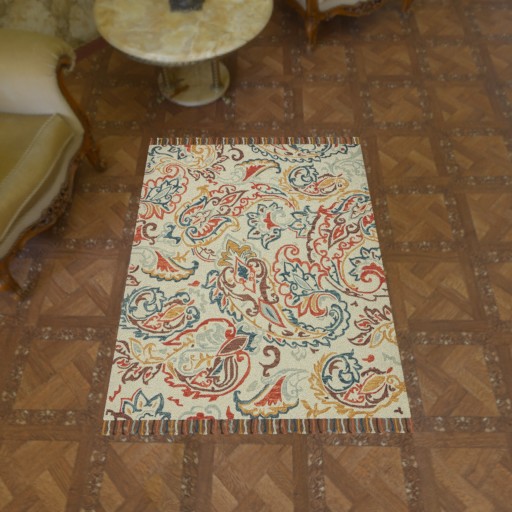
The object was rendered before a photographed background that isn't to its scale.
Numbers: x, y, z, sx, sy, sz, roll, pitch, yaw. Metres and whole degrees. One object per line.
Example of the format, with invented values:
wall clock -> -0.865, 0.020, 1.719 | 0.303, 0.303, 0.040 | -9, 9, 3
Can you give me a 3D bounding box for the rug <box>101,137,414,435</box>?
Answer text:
rug -> 0.000, 0.000, 4.320 | 2.439, 0.015, 3.274 | 0, 58, 0
